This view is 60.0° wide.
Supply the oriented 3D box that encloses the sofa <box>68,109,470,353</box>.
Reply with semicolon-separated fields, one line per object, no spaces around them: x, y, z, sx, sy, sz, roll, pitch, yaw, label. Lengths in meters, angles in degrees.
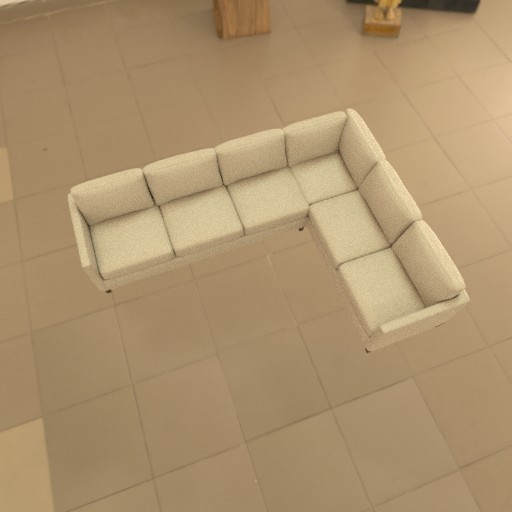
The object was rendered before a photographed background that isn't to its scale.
0.000;0.000;4.543;3.333;0.934;2.522;-18;65;-9;sofa
